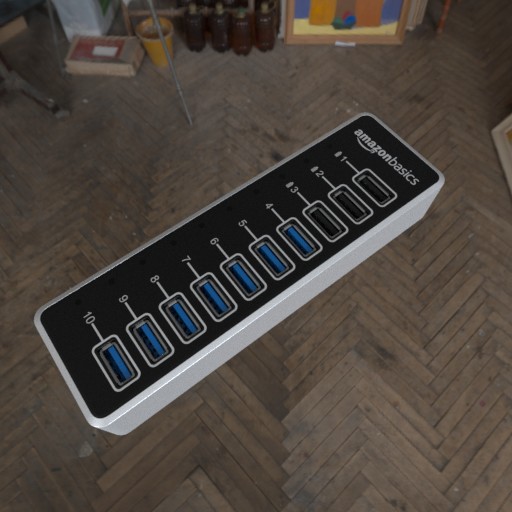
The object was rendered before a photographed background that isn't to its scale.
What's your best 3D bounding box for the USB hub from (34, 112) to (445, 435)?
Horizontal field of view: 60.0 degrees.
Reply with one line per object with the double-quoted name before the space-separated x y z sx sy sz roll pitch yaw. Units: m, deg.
"USB hub" 0.000 0.000 0.160 0.145 0.023 0.044 -34 68 -16
